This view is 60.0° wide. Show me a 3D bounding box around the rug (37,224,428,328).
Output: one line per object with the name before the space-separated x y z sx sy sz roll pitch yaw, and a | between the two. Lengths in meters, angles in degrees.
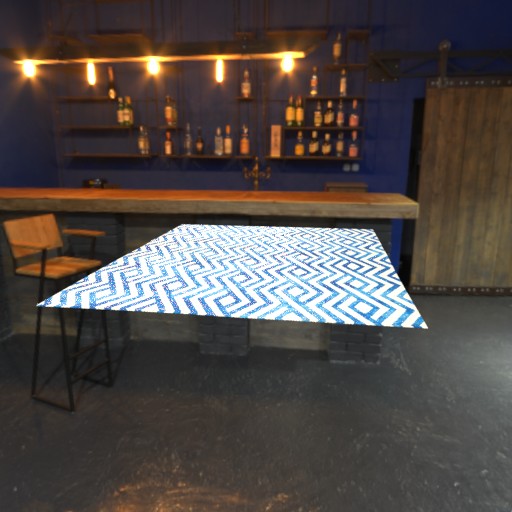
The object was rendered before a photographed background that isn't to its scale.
rug | 0.000 0.000 4.178 2.453 0.008 3.059 2 14 8
